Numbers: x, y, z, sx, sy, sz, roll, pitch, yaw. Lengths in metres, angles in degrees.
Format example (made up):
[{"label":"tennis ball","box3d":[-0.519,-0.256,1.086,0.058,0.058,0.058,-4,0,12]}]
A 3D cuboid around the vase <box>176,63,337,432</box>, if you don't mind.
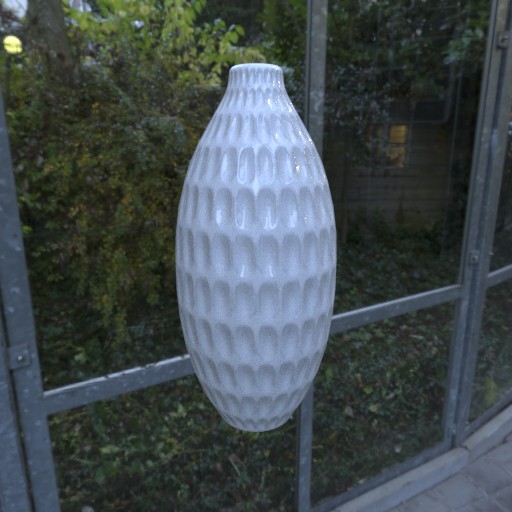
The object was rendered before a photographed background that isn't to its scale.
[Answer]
[{"label":"vase","box3d":[0.000,0.000,0.356,0.127,0.282,0.127,0,14,0]}]
